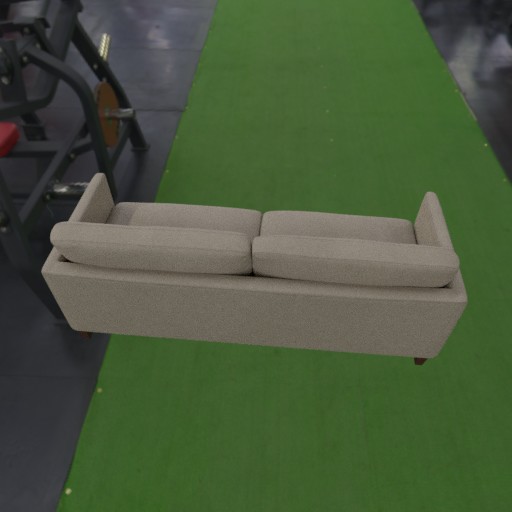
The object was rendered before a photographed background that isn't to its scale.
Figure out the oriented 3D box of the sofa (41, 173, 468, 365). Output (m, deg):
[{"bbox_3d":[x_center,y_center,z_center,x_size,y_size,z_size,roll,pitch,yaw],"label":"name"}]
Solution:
[{"bbox_3d":[0.000,0.000,2.937,2.404,0.912,0.988,4,47,4],"label":"sofa"}]
